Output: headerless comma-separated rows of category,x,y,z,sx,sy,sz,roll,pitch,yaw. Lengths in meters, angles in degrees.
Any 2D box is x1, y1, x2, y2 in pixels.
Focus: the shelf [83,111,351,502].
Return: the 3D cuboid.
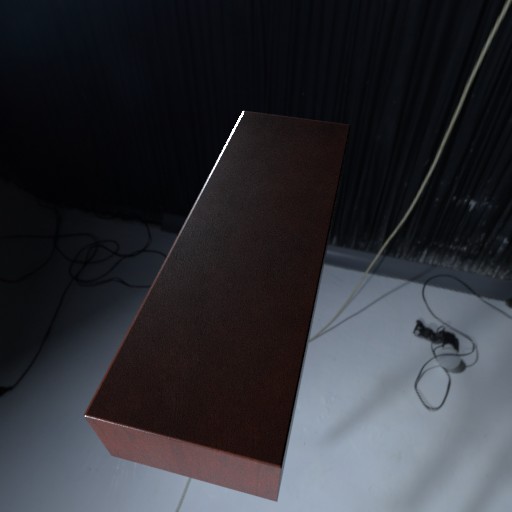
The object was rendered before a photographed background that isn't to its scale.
shelf,0.000,0.000,0.503,0.152,0.088,0.457,11,48,10
